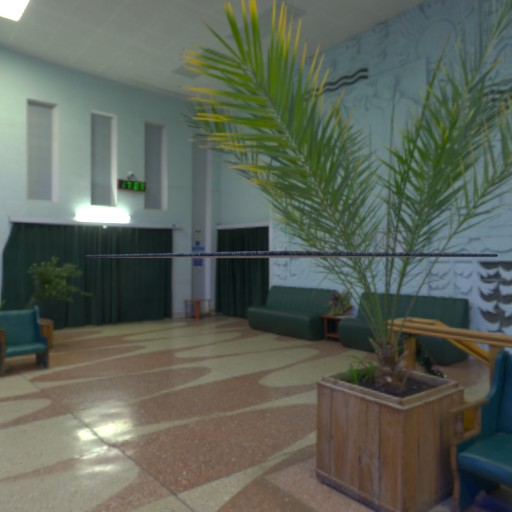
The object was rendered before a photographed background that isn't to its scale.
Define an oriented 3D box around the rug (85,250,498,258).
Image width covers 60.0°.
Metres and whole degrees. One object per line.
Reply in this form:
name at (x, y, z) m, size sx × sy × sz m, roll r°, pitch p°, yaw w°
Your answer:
rug at (0.000, 0.000, 2.848) m, size 1.478 × 0.017 × 2.330 m, roll 0°, pitch -1°, yaw -37°
